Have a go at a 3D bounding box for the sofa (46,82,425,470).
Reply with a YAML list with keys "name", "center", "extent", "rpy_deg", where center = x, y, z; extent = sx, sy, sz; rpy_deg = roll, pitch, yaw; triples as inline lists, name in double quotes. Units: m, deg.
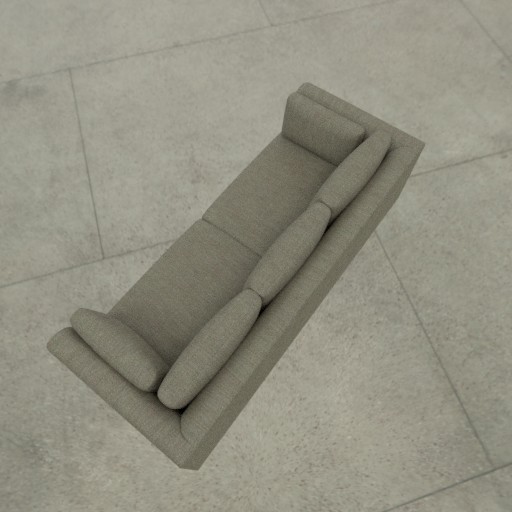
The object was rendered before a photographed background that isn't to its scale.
- name: "sofa"
  center: [0.000, 0.000, 2.875]
  extent: [0.969, 0.867, 2.415]
  rpy_deg: [34, 68, 16]
